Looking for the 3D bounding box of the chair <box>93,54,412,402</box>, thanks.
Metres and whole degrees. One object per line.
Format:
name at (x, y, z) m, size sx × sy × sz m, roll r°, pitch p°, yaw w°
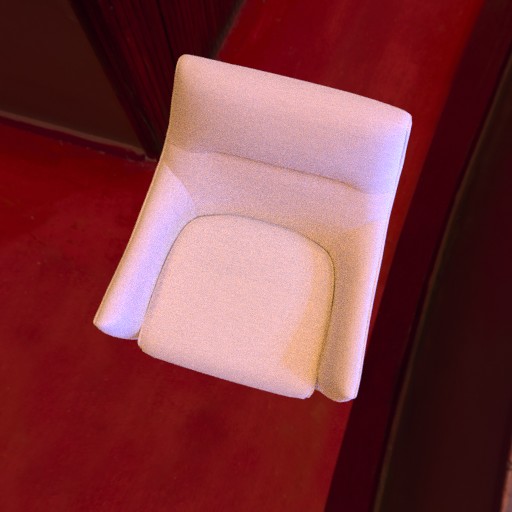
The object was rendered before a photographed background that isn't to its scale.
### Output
chair at (0.000, 0.000, 1.422) m, size 0.762 × 0.838 × 0.787 m, roll 15°, pitch 76°, yaw 4°
